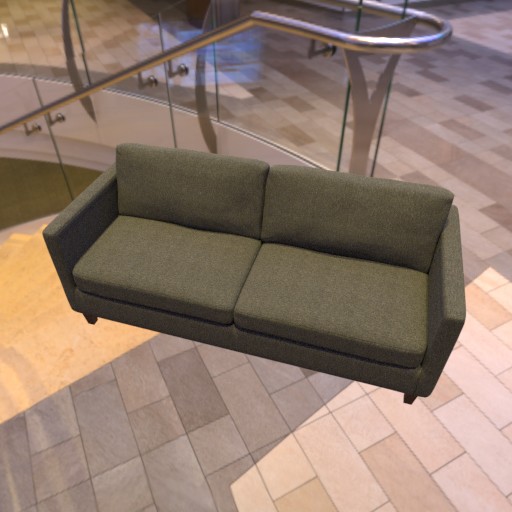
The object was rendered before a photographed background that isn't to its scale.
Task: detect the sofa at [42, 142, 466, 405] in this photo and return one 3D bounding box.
[{"bbox_3d":[0.000,0.000,2.666,2.208,0.965,0.948,11,42,12],"label":"sofa"}]
